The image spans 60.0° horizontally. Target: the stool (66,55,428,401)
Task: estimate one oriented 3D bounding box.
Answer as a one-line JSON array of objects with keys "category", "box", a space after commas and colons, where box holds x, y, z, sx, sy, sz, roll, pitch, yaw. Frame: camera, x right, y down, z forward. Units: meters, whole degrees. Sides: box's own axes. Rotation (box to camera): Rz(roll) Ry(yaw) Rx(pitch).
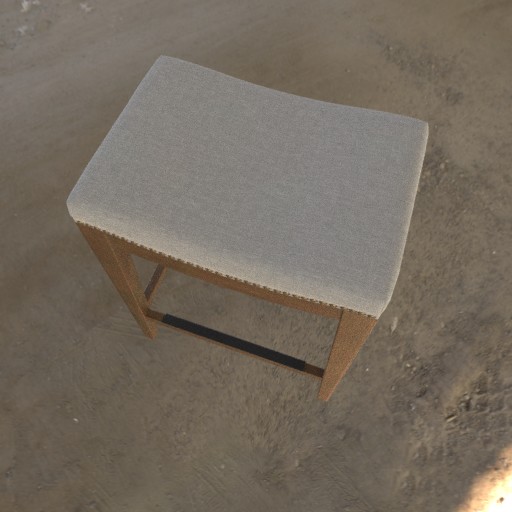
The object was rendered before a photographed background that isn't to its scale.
[{"category": "stool", "box": [0.000, 0.000, 0.947, 0.508, 0.660, 0.356, 17, 65, 9]}]
